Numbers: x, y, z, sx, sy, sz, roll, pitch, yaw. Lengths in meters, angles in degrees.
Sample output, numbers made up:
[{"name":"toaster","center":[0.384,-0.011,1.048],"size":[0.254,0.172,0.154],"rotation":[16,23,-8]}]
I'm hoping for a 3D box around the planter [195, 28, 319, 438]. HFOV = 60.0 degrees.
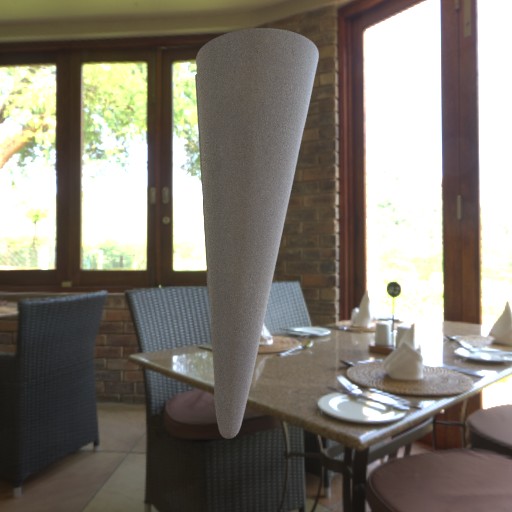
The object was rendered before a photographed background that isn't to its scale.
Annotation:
[{"name":"planter","center":[0.000,0.000,0.292],"size":[0.078,0.259,0.087],"rotation":[1,-1,-37]}]
